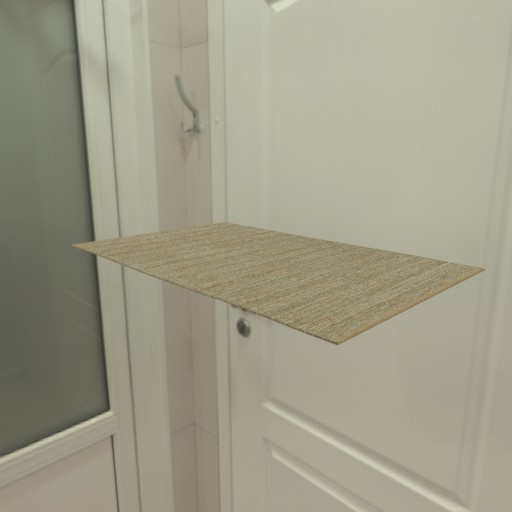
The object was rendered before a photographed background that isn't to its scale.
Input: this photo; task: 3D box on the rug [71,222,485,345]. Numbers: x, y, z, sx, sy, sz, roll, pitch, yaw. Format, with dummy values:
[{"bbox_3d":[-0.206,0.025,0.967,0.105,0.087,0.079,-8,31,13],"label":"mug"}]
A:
[{"bbox_3d":[0.000,0.000,3.036,1.540,0.012,2.448,-13,19,-43],"label":"rug"}]
